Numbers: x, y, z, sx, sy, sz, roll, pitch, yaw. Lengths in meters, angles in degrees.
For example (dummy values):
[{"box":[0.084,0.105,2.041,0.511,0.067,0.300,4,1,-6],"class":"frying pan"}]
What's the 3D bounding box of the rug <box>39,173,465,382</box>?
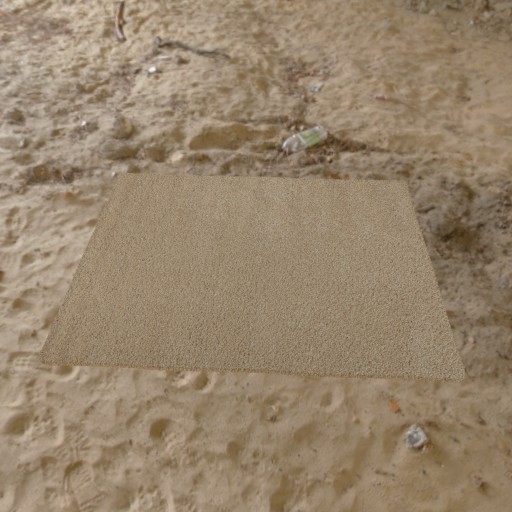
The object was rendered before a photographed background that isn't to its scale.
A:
[{"box":[0.000,0.000,2.057,1.600,0.025,1.199,2,46,2],"class":"rug"}]
